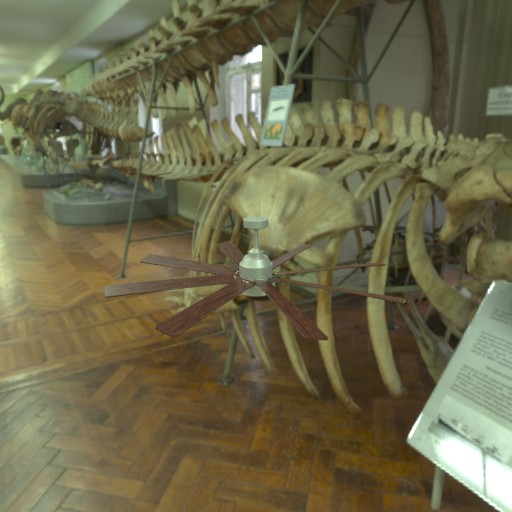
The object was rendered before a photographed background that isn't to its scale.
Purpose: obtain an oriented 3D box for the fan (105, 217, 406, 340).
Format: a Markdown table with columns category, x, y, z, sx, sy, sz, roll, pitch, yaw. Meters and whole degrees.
| category | x | y | z | sx | sy | sz | roll | pitch | yaw |
| --- | --- | --- | --- | --- | --- | --- | --- | --- | --- |
| fan | 0.000 | 0.000 | 2.785 | 1.830 | 0.472 | 1.830 | 8 | 18 | 26 |
